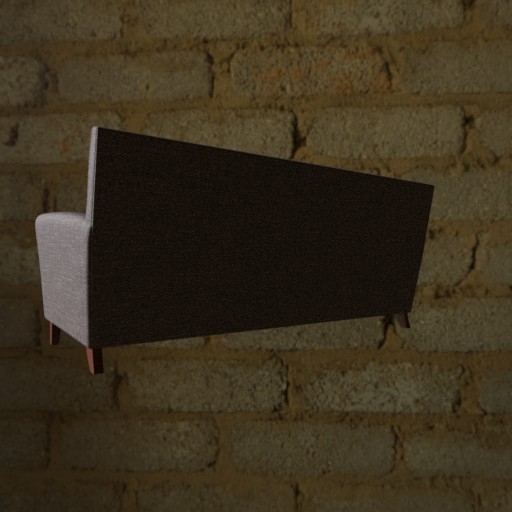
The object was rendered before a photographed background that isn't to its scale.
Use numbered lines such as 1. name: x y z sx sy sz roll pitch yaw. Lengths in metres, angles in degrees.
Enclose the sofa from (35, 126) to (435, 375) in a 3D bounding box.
1. sofa: 0.000 0.000 2.332 1.976 0.846 0.875 0 -1 -36
